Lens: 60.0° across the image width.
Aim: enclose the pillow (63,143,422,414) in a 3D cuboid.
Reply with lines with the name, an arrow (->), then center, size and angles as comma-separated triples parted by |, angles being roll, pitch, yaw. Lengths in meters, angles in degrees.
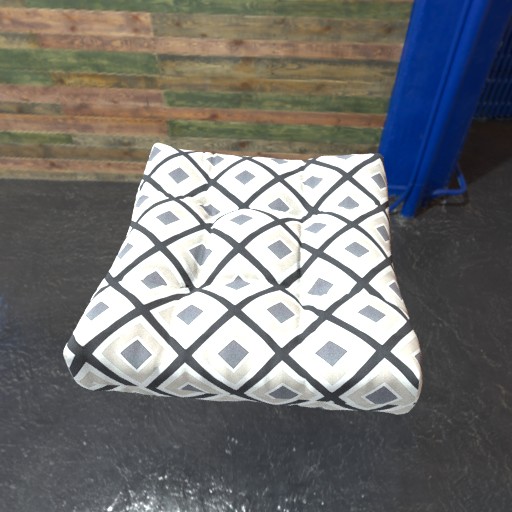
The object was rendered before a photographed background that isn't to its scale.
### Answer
pillow -> 0.000, 0.000, 0.730 | 0.468, 0.128, 0.490 | 3, 47, 3
